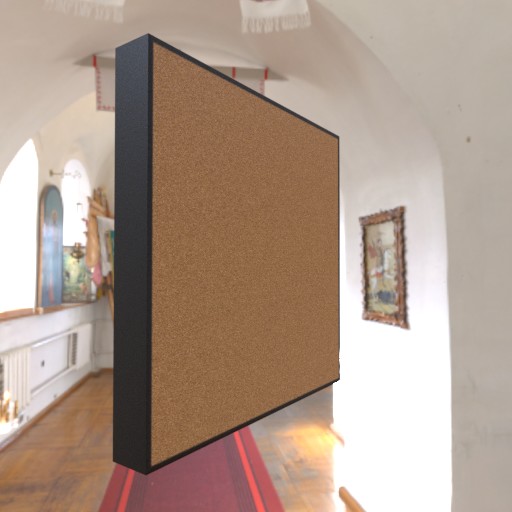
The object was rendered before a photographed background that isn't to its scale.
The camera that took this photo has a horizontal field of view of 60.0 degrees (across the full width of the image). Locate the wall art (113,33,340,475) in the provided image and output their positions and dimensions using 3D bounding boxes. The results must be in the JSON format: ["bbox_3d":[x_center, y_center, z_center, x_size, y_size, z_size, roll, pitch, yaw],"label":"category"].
[{"bbox_3d":[0.000,0.000,0.437,0.037,0.303,0.304,-1,-1,36],"label":"wall art"}]
